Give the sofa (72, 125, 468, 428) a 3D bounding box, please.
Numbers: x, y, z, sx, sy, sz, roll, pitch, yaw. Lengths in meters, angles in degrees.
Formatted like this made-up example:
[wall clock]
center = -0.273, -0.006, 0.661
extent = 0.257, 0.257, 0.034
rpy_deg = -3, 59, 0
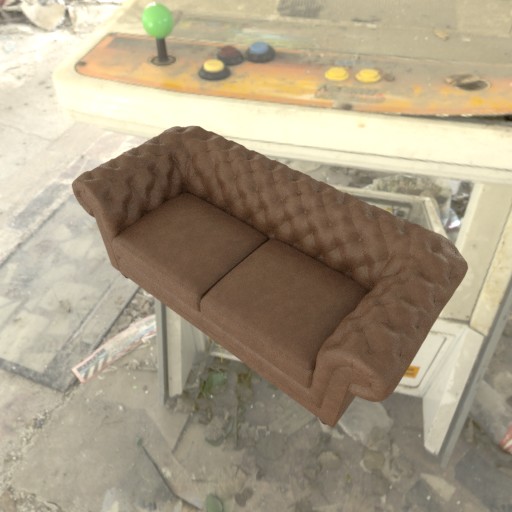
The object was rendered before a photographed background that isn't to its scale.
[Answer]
[sofa]
center = 0.000, 0.000, 2.562
extent = 2.048, 0.784, 0.955
rpy_deg = 30, 53, 26
